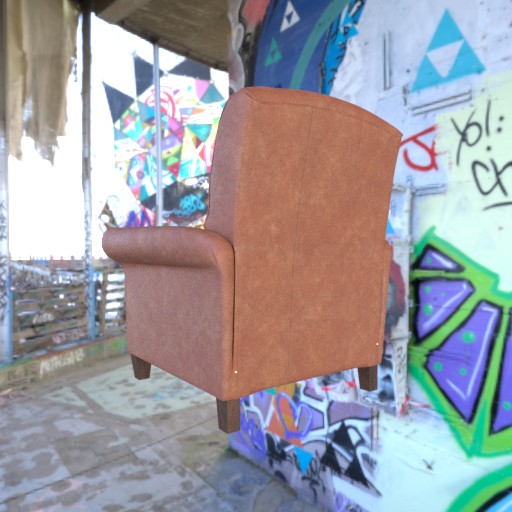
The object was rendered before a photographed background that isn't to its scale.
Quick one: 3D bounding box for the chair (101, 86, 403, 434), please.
[{"bbox_3d":[0.000,0.000,1.805,0.978,1.061,0.902,-1,1,-37],"label":"chair"}]
